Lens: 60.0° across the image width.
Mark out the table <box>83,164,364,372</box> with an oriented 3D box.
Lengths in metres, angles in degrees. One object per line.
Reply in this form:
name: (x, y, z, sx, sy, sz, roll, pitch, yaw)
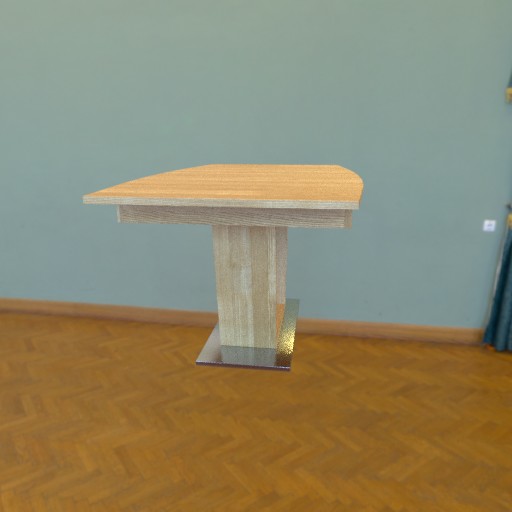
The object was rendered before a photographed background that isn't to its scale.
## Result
table: (0.000, 0.000, 2.073, 0.900, 0.748, 1.598, 2, 15, 8)
